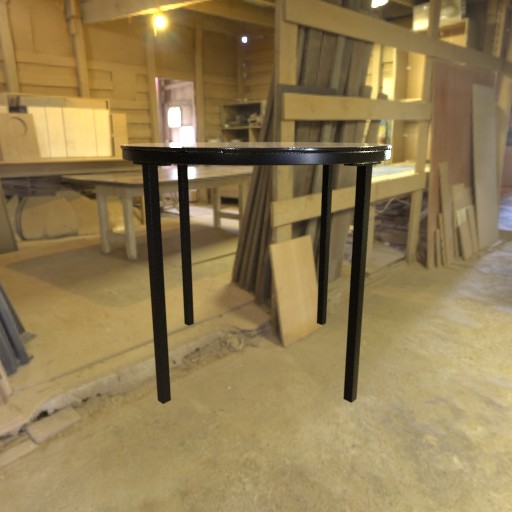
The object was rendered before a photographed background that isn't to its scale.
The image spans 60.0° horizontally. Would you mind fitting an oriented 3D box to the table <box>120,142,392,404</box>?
[{"bbox_3d":[0.000,0.000,0.905,0.499,0.443,0.499,0,15,0],"label":"table"}]
